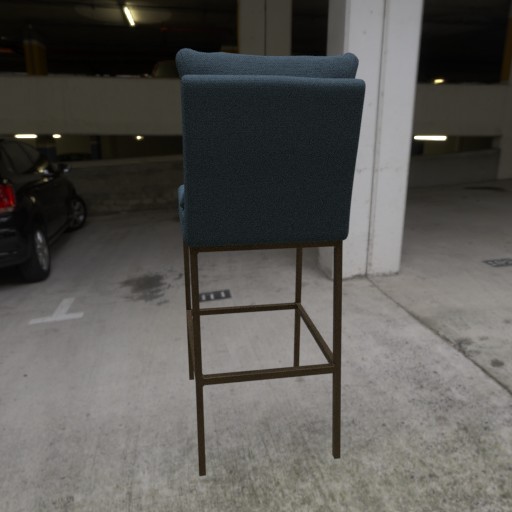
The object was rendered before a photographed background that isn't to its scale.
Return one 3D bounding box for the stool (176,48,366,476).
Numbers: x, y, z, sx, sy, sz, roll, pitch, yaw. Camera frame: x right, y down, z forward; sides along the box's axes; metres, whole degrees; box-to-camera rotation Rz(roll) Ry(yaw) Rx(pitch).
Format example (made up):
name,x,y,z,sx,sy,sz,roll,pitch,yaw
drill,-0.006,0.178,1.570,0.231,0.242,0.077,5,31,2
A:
name,x,y,z,sx,sy,sz,roll,pitch,yaw
stool,0.000,0.000,1.386,0.463,1.124,0.568,-3,16,-10
